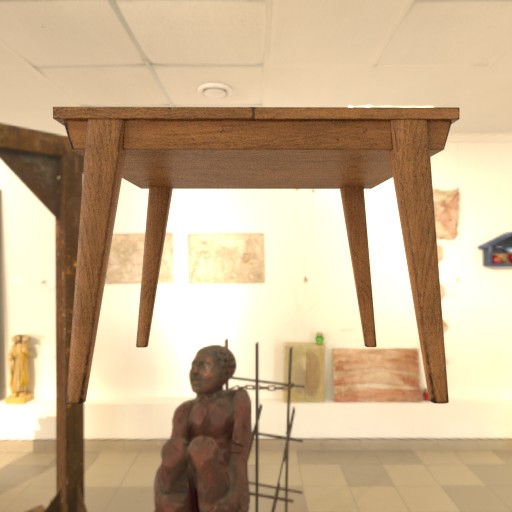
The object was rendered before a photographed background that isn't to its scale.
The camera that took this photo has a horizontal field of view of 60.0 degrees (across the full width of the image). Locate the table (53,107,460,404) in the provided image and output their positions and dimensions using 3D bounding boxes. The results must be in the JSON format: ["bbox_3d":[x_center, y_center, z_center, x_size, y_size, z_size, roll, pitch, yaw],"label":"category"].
[{"bbox_3d":[0.000,0.000,1.502,1.027,0.760,0.757,0,0,0],"label":"table"}]
